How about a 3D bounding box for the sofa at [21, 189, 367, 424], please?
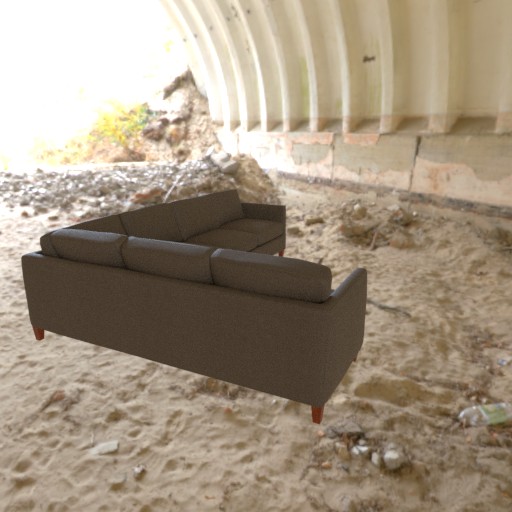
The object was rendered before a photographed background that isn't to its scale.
[{"bbox_3d":[0.000,0.000,4.418,2.593,0.947,3.302,8,18,26],"label":"sofa"}]
